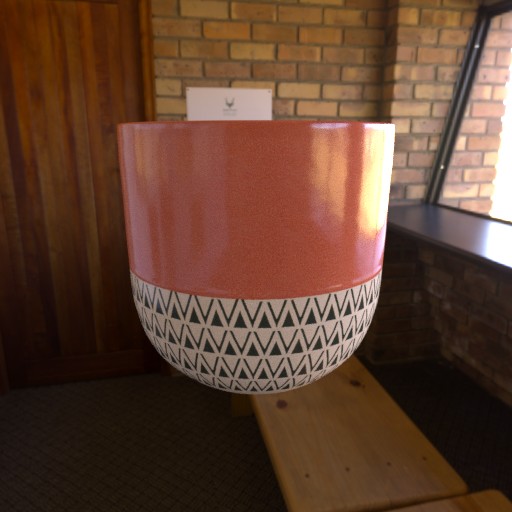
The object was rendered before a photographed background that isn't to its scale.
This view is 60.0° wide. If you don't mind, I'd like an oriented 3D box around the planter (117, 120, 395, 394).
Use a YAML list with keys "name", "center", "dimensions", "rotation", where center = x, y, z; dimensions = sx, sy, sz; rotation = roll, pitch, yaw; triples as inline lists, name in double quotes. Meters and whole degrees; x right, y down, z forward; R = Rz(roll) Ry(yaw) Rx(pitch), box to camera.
- name: "planter"
  center: [0.000, 0.000, 0.476]
  dimensions: [0.266, 0.270, 0.266]
  rotation: [0, 15, 0]
